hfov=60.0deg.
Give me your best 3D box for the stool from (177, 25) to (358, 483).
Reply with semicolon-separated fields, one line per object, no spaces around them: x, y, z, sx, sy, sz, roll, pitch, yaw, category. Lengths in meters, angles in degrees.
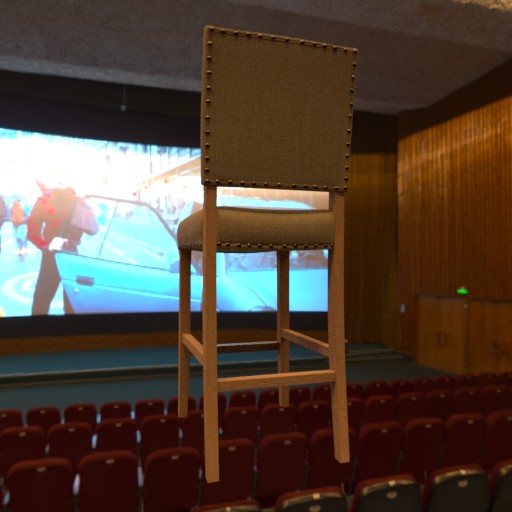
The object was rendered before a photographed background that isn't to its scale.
0.000;0.000;1.438;0.445;1.173;0.585;0;-1;-17;stool
